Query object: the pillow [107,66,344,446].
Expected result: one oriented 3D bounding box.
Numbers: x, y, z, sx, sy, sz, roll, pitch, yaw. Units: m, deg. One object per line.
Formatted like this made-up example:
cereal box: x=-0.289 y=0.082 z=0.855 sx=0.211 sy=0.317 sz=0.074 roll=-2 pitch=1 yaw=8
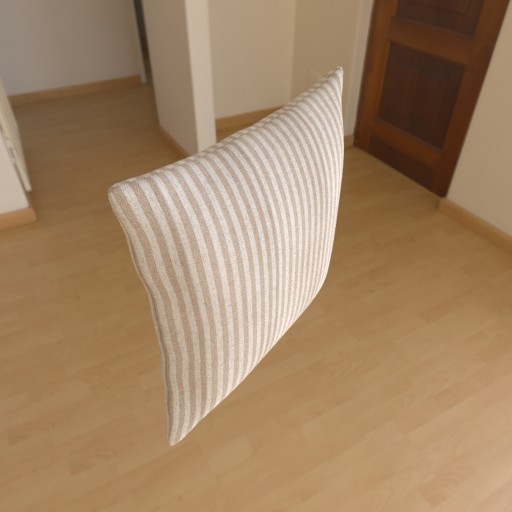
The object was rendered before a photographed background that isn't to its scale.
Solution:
pillow: x=0.000 y=0.000 z=0.774 sx=0.166 sy=0.510 sz=0.523 roll=25 pitch=45 yaw=27
